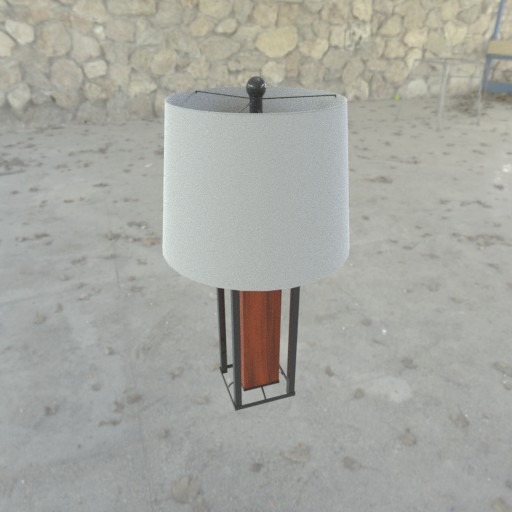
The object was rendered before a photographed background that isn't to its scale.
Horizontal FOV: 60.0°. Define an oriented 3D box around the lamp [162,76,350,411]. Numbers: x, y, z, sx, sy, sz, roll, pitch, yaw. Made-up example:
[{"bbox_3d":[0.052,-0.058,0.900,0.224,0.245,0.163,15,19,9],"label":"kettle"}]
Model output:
[{"bbox_3d":[0.000,0.000,0.782,0.320,0.591,0.320,0,28,0],"label":"lamp"}]
